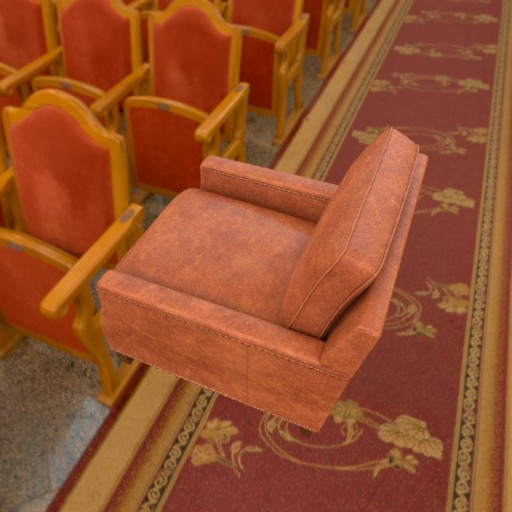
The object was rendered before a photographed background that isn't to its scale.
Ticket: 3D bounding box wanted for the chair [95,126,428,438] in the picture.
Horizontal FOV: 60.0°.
[{"bbox_3d":[0.000,0.000,1.718,1.014,0.943,0.853,17,49,16],"label":"chair"}]
